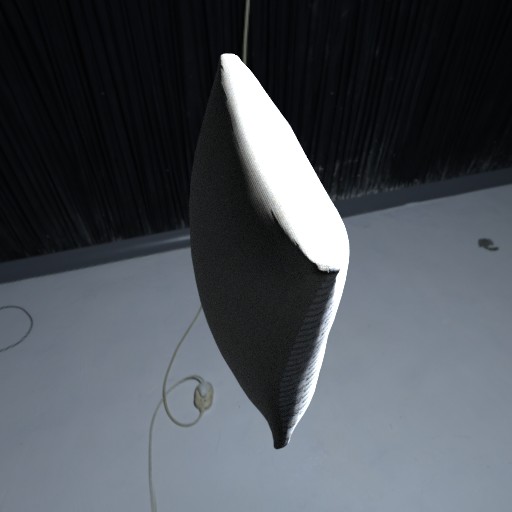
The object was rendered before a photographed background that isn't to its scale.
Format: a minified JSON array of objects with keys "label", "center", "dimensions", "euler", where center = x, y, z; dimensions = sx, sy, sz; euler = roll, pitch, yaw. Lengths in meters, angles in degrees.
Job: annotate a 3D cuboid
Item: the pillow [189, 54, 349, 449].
[{"label":"pillow","center":[0.000,0.000,0.769],"dimensions":[0.219,0.491,0.496],"euler":[-10,49,-9]}]
